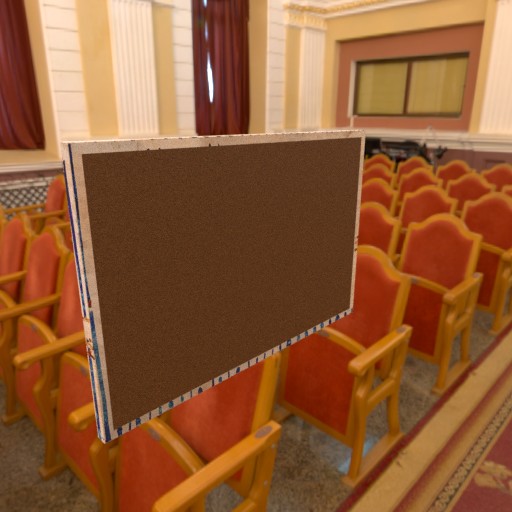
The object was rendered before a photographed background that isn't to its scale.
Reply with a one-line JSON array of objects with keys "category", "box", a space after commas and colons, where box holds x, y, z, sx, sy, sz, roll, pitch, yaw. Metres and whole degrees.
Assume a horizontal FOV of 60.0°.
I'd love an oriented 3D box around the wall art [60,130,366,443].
[{"category": "wall art", "box": [0.000, 0.000, 1.149, 0.919, 0.609, 0.030, -17, 24, -42]}]
